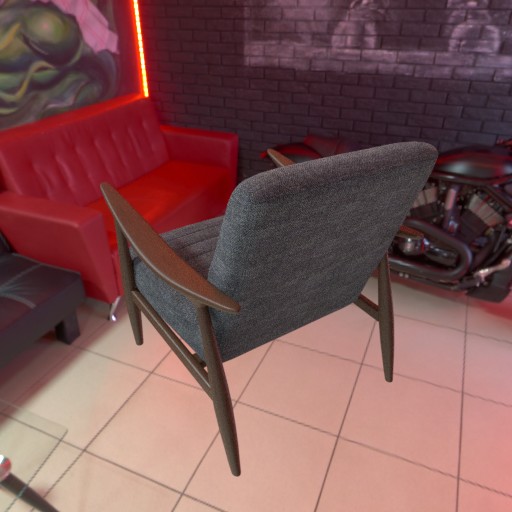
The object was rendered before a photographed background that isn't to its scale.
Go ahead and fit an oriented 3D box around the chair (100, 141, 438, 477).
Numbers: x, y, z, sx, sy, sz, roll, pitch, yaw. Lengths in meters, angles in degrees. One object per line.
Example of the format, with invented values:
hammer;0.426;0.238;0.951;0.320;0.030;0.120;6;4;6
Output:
chair;0.000;0.000;1.407;0.741;0.832;0.798;-19;35;-29
